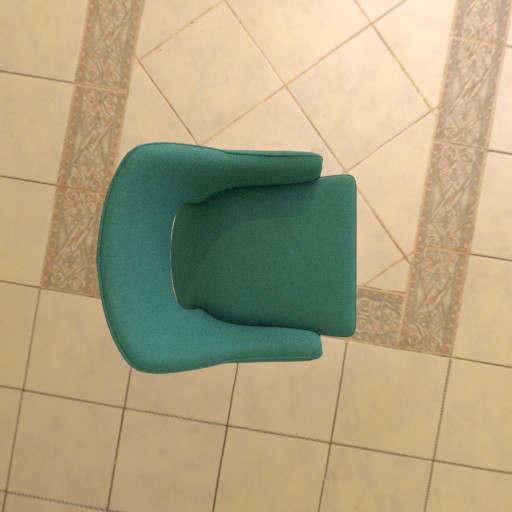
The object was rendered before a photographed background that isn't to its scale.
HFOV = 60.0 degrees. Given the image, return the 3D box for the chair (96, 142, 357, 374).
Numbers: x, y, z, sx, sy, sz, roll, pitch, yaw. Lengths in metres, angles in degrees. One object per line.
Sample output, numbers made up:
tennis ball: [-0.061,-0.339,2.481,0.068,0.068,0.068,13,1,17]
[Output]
chair: [0.000,0.000,1.243,0.605,0.849,0.548,0,91,1]
